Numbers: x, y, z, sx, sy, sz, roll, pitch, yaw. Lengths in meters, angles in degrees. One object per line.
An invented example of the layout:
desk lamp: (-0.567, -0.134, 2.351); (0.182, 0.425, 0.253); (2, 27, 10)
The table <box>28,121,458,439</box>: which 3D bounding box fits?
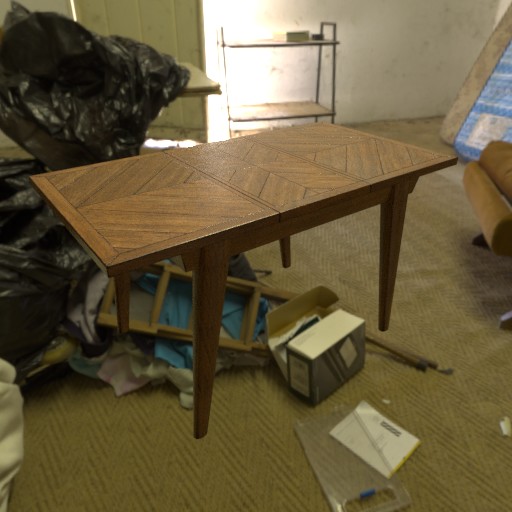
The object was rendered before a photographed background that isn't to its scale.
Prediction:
table: (0.000, 0.000, 1.817); (1.400, 0.760, 0.757); (-20, 35, -31)
